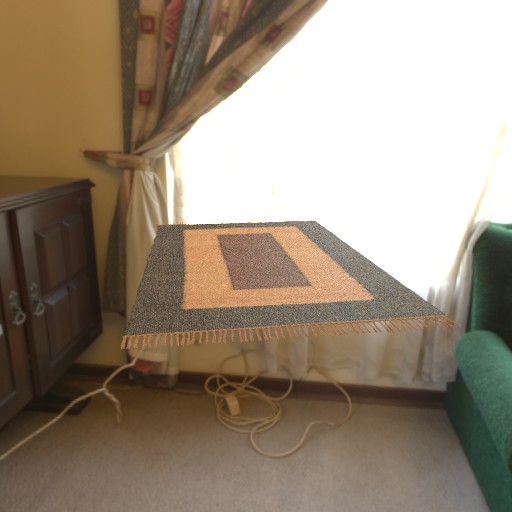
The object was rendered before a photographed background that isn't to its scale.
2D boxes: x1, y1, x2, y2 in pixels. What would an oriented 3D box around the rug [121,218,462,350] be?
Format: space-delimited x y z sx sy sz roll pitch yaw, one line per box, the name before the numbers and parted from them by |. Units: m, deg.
rug | 0.000 0.000 1.876 0.920 0.013 1.541 -2 16 -8
